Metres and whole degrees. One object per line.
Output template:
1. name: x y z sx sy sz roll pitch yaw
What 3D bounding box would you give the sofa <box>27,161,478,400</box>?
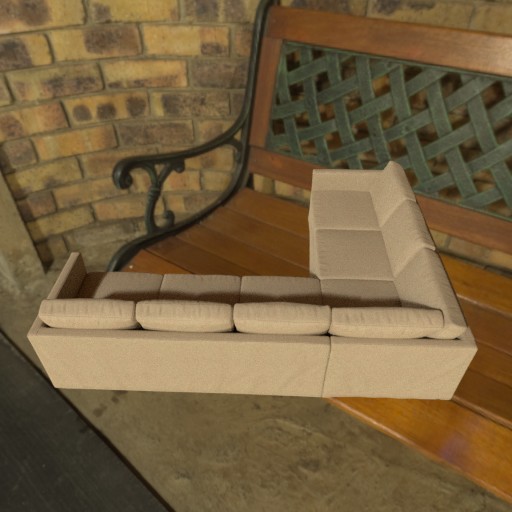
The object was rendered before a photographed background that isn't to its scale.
1. sofa: 0.000 0.000 4.164 3.182 0.871 2.432 1 41 2
